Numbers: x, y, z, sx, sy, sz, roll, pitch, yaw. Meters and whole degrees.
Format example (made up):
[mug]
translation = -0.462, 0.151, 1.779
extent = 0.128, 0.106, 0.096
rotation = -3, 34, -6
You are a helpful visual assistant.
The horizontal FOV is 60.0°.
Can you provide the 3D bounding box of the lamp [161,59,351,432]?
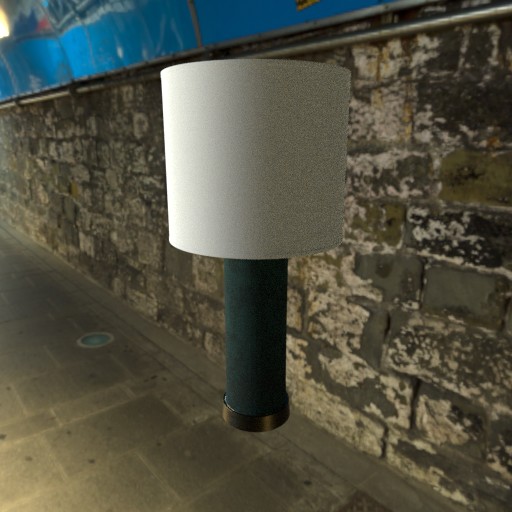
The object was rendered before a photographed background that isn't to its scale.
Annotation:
[lamp]
translation = 0.000, 0.000, 0.791
extent = 0.301, 0.630, 0.301
rotation = -7, 16, -26
